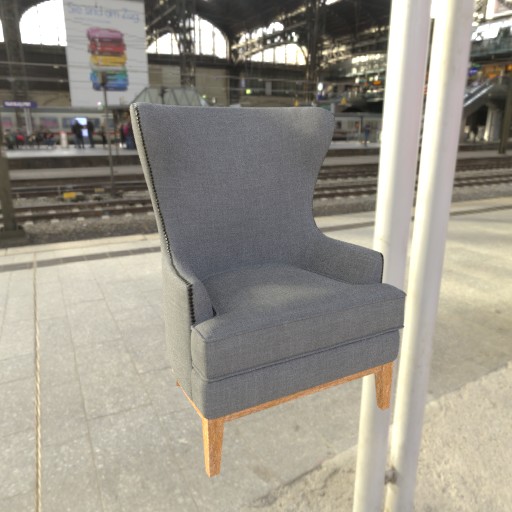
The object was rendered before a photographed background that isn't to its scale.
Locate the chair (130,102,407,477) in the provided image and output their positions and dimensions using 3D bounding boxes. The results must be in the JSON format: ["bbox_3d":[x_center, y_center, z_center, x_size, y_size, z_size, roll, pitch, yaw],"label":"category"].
[{"bbox_3d":[0.000,0.000,1.790,0.864,1.176,0.883,-8,18,-27],"label":"chair"}]
